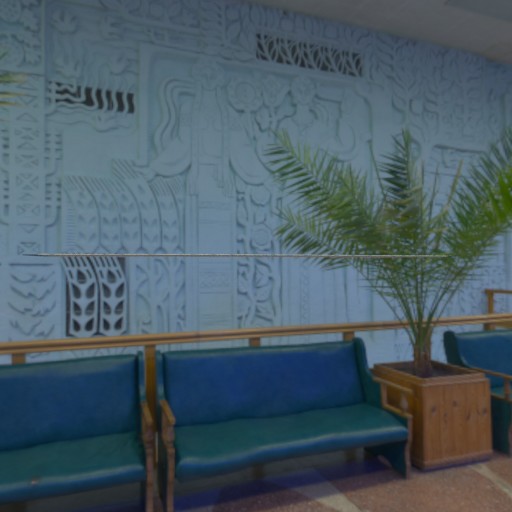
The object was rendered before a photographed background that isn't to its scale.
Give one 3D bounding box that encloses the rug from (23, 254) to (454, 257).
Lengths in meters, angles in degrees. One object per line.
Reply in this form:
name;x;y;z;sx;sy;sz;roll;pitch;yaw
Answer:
rug;0.000;0.000;2.605;2.372;0.008;0.620;0;-1;-18
